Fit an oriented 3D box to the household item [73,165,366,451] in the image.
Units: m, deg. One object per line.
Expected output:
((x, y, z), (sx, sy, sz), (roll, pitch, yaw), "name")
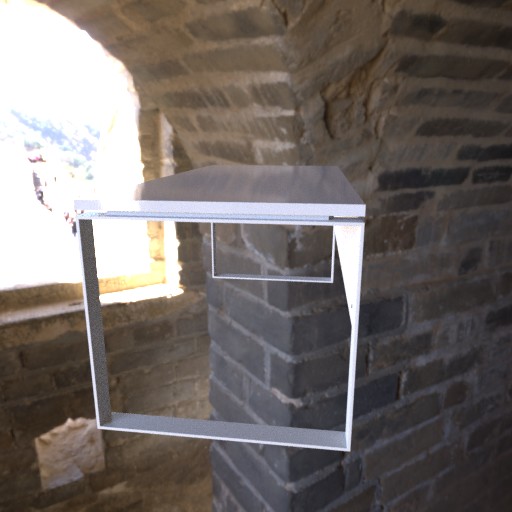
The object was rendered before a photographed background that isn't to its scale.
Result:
((0.000, 0.000, 2.097), (0.800, 0.745, 1.700), (2, 15, 7), "household item")
